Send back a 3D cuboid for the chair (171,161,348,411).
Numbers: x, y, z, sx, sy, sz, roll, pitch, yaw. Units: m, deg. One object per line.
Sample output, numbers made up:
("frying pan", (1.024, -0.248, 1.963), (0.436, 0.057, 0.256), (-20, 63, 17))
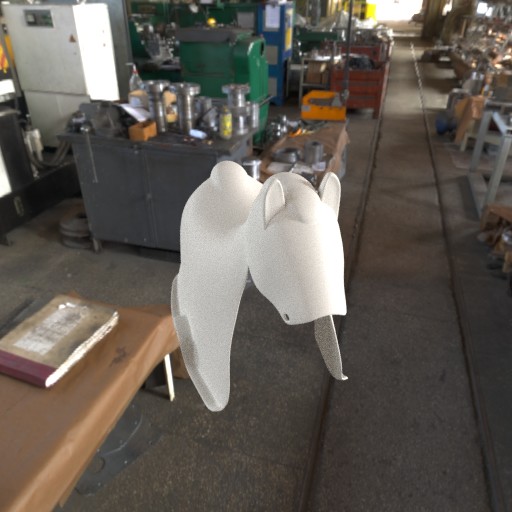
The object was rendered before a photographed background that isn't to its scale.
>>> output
("chair", (0.000, 0.000, 1.117), (0.429, 0.612, 0.800), (-9, 32, -15))
